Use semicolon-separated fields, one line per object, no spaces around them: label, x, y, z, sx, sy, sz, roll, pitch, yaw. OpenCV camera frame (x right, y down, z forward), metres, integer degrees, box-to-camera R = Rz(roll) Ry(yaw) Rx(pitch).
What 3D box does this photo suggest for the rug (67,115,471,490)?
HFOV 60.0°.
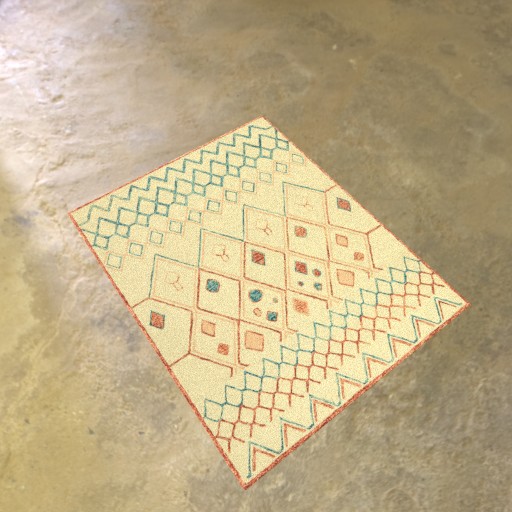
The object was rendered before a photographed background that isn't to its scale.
rug;0.000;0.000;4.153;2.441;0.016;3.050;-32;63;-19
